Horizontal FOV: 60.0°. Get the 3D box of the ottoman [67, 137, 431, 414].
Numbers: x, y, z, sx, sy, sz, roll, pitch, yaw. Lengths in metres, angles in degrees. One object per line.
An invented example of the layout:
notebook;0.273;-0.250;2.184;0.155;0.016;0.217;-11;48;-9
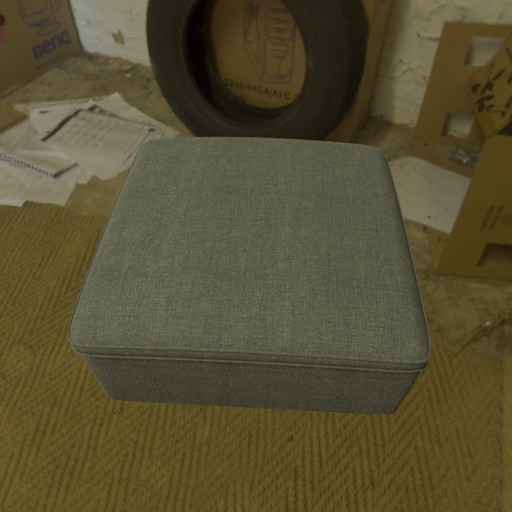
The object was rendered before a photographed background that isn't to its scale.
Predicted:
ottoman;0.000;0.000;1.723;1.067;0.559;1.067;2;48;2
